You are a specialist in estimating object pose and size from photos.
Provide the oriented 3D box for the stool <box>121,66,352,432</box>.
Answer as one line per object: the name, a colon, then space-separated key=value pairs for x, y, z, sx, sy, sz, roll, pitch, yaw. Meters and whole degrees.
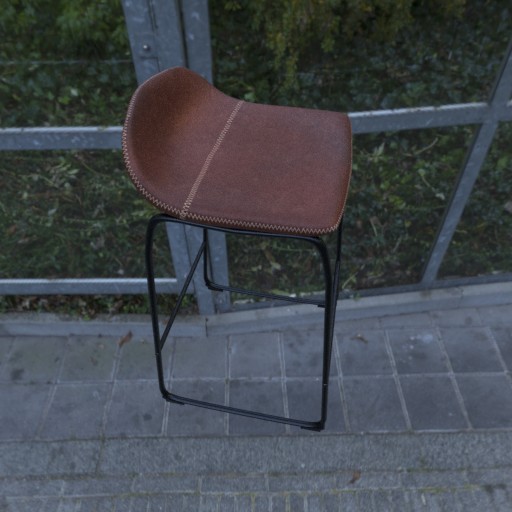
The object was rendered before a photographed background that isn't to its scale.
stool: x=0.000 y=0.000 z=1.111 sx=0.473 sy=0.830 sz=0.454 roll=8 pitch=45 yaw=8
